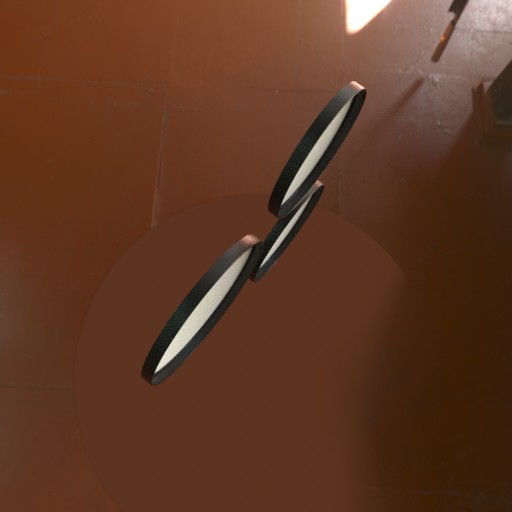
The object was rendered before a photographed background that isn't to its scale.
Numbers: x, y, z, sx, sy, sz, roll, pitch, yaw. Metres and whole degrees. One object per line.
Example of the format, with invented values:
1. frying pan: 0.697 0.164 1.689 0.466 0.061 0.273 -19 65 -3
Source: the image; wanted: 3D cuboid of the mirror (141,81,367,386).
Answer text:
1. mirror: 0.000 0.000 3.178 0.076 2.096 2.160 36 79 8
